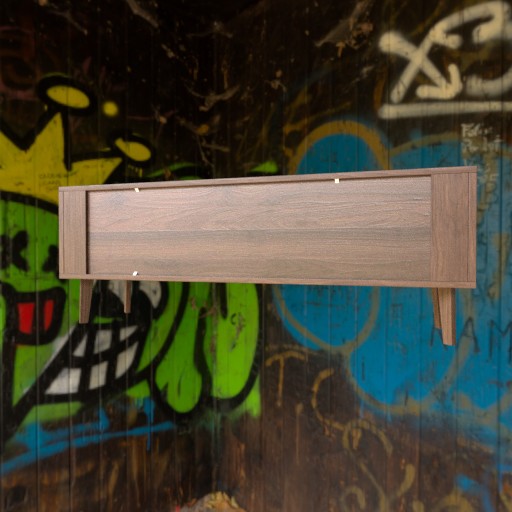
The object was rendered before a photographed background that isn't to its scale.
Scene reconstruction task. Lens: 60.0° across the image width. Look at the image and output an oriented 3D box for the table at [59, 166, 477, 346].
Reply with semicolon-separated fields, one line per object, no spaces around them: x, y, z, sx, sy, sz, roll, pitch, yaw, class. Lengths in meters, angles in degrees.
0.000;0.000;1.620;1.397;0.508;0.405;0;1;17;table
